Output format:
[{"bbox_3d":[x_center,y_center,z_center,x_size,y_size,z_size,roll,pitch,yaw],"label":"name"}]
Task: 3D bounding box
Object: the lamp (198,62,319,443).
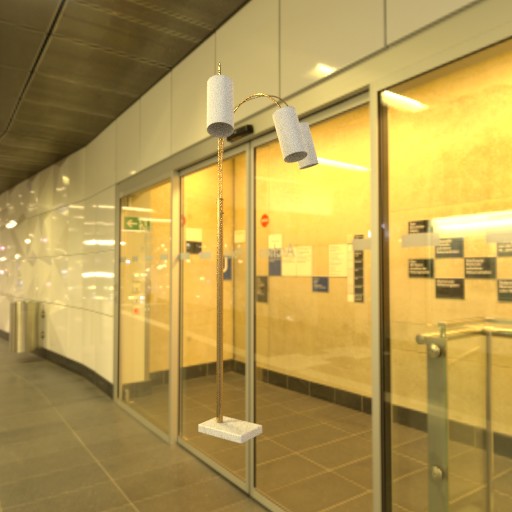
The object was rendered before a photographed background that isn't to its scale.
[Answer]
[{"bbox_3d":[0.000,0.000,2.537,0.667,2.055,1.020,-1,-3,35],"label":"lamp"}]
